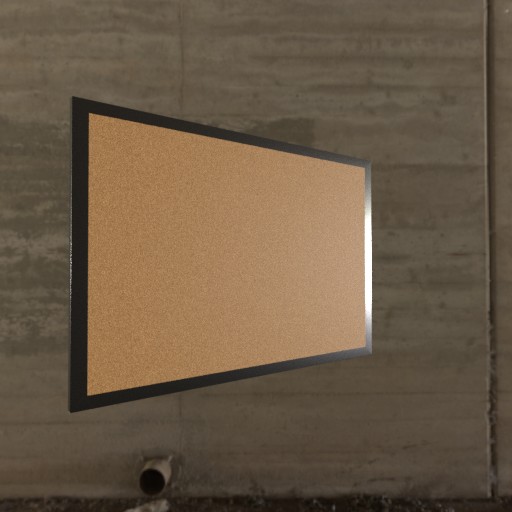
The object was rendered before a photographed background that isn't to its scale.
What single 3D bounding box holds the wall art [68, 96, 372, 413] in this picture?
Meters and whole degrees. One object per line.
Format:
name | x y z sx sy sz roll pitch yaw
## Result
wall art | 0.000 0.000 1.024 0.819 0.552 0.015 1 -1 -37
